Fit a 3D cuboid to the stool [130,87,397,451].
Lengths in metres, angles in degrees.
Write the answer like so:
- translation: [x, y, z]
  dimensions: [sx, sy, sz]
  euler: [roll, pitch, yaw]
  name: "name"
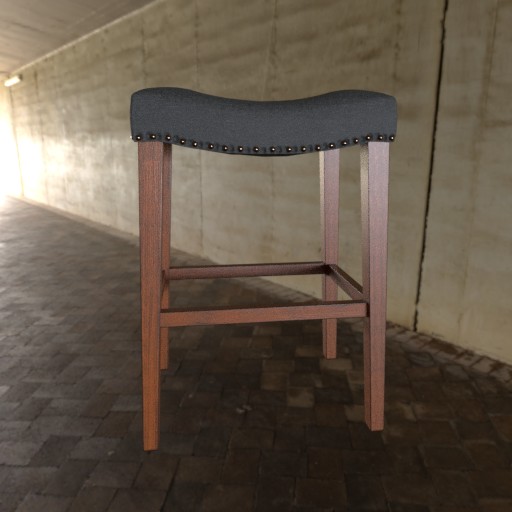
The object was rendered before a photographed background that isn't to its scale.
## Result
- translation: [0.000, 0.000, 0.880]
  dimensions: [0.439, 0.612, 0.320]
  euler: [-2, 14, -7]
  name: "stool"
